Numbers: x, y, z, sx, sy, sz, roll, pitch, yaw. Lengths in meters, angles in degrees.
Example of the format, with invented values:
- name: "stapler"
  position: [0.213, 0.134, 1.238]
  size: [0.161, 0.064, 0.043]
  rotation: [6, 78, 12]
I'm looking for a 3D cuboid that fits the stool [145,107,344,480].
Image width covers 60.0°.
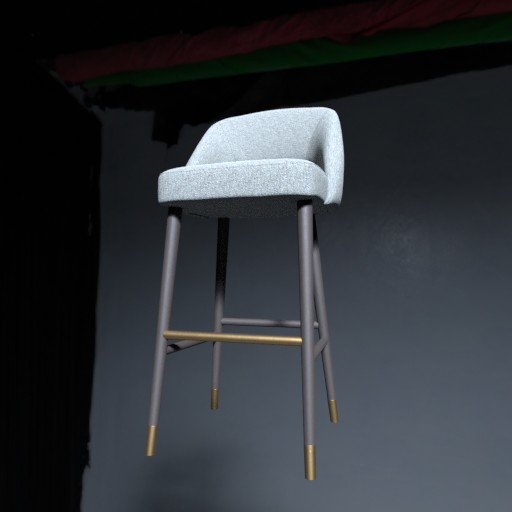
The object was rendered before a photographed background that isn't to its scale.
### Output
- name: "stool"
  position: [0.000, 0.000, 1.386]
  size: [0.536, 1.089, 0.524]
  rotation: [-1, -2, 18]
